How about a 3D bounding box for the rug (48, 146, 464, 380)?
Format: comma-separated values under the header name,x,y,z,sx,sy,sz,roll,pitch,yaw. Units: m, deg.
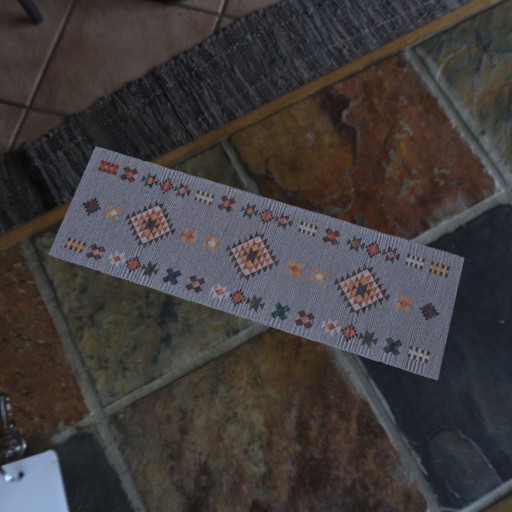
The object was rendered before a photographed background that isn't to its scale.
name,x,y,z,sx,sy,sz,roll,pitch,yaw
rug,0.000,0.000,2.713,2.432,0.008,0.766,17,77,4
